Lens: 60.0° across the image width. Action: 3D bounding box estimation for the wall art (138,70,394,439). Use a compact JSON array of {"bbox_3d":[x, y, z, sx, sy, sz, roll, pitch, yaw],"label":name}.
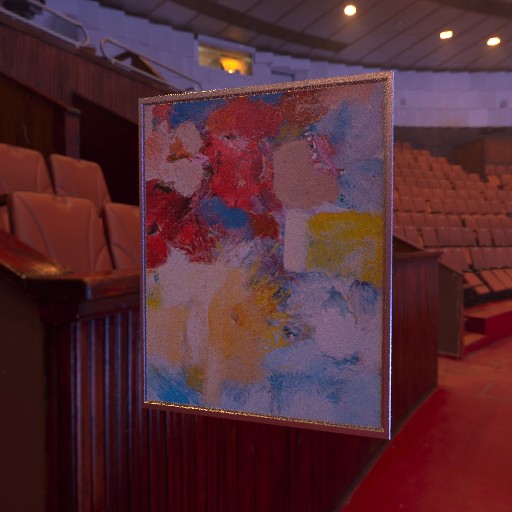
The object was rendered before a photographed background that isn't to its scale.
[{"bbox_3d":[0.000,0.000,1.393,0.816,1.046,0.030,1,2,17],"label":"wall art"}]
